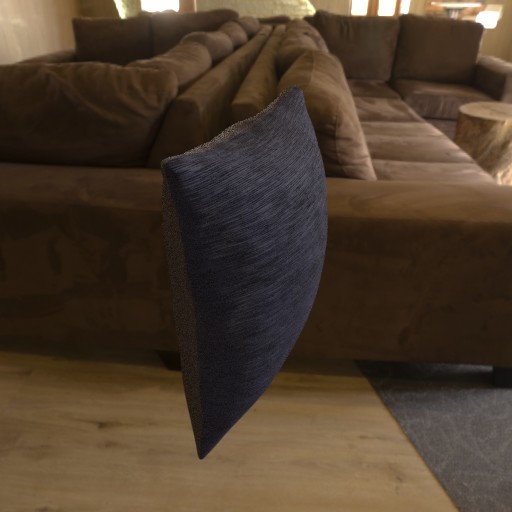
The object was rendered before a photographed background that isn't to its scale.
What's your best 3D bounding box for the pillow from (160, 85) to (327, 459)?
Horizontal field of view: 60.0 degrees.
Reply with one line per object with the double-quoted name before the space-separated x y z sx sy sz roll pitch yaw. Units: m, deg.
"pillow" 0.000 0.000 0.687 0.204 0.439 0.452 11 32 17
